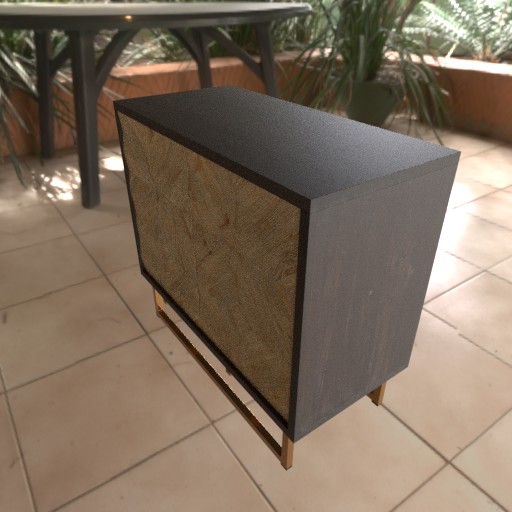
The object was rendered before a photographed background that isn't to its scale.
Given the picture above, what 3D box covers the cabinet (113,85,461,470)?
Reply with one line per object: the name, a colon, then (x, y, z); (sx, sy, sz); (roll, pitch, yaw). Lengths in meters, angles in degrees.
cabinet: (0.000, 0.000, 1.433); (0.451, 0.860, 0.950); (-21, 37, -30)
